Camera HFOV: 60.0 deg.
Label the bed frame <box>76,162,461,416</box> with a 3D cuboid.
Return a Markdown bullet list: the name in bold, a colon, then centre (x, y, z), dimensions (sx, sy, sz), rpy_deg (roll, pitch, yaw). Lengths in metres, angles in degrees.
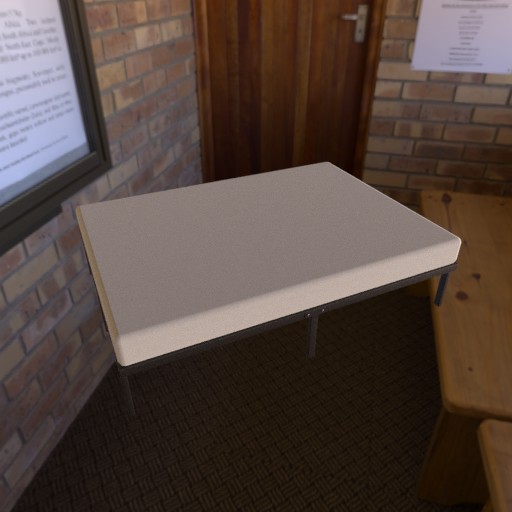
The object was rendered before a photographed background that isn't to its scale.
- **bed frame**: centre (0.000, 0.000, 3.795), dimensions (2.842, 0.680, 2.205), rpy_deg (-10, 34, -15)
